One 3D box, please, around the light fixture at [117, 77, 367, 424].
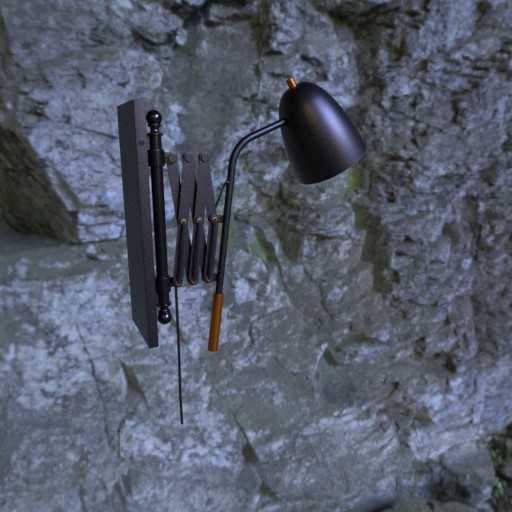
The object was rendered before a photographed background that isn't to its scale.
[{"bbox_3d":[0.000,0.000,0.932,0.499,0.715,0.162,-7,16,-25],"label":"light fixture"}]
